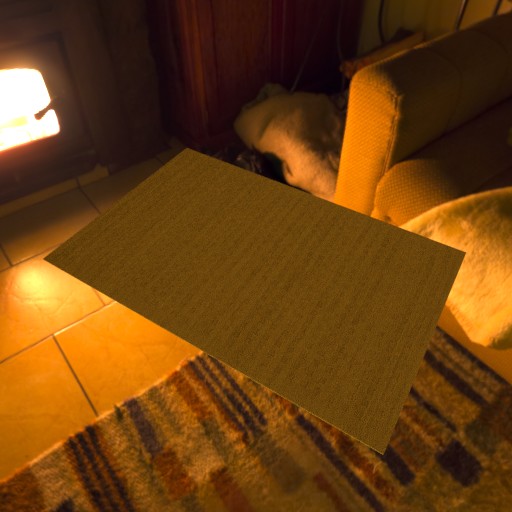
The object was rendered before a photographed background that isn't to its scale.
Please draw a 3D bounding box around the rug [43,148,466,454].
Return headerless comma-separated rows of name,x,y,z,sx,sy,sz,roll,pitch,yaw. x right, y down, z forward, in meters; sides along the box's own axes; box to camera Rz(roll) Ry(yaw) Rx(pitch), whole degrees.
rug,0.000,0.000,2.189,1.752,0.006,1.142,24,51,21
